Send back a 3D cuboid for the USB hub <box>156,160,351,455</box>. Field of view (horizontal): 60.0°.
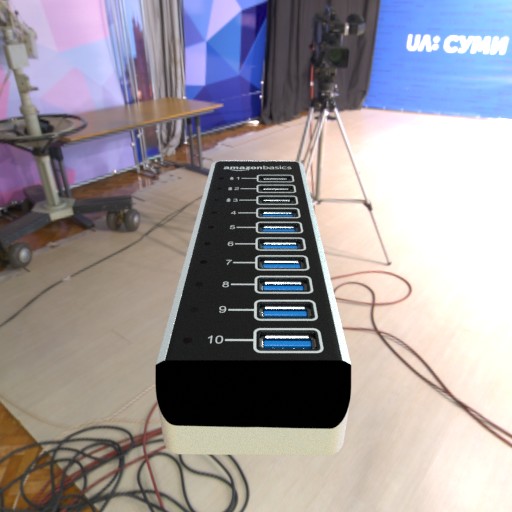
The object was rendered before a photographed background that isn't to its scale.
[{"bbox_3d":[0.000,0.000,0.161,0.044,0.023,0.145,0,31,0],"label":"USB hub"}]
